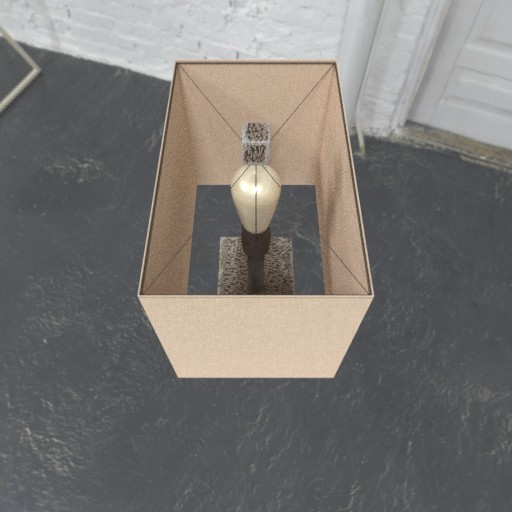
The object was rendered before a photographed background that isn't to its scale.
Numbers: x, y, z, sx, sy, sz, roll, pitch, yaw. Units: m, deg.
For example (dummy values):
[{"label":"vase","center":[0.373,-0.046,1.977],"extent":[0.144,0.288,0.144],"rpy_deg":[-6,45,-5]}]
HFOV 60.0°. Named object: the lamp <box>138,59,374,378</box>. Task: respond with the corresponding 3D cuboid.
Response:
[{"label":"lamp","center":[0.000,0.000,0.565],"extent":[0.180,0.411,0.294],"rpy_deg":[0,58,0]}]
